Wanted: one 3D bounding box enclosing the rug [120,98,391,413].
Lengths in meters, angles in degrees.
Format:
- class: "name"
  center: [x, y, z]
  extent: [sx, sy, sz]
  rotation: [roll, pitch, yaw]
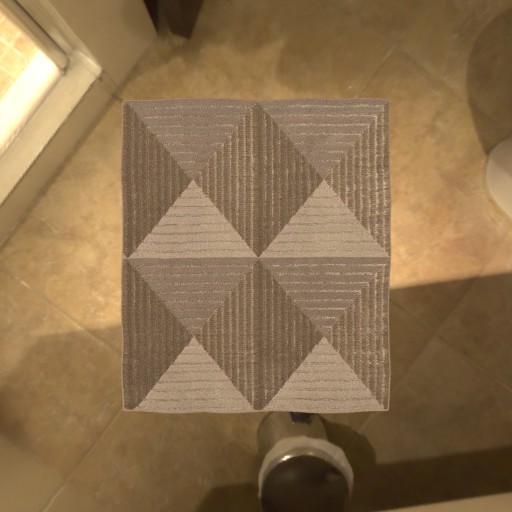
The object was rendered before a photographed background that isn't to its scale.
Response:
- class: "rug"
  center: [0.000, 0.000, 0.904]
  extent: [0.551, 0.008, 0.642]
  rotation: [0, 91, 0]
